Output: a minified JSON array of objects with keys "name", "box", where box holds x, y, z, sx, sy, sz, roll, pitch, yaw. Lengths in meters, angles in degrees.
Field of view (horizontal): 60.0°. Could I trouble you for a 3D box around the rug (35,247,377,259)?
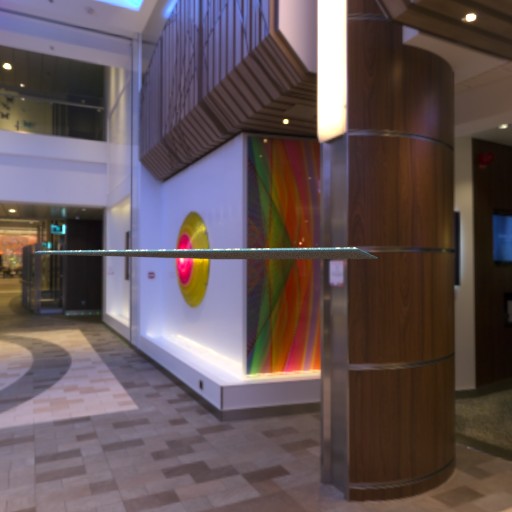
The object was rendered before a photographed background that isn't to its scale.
[{"name":"rug","box":[0.000,0.000,2.392,1.211,0.012,1.833,0,-1,17]}]
